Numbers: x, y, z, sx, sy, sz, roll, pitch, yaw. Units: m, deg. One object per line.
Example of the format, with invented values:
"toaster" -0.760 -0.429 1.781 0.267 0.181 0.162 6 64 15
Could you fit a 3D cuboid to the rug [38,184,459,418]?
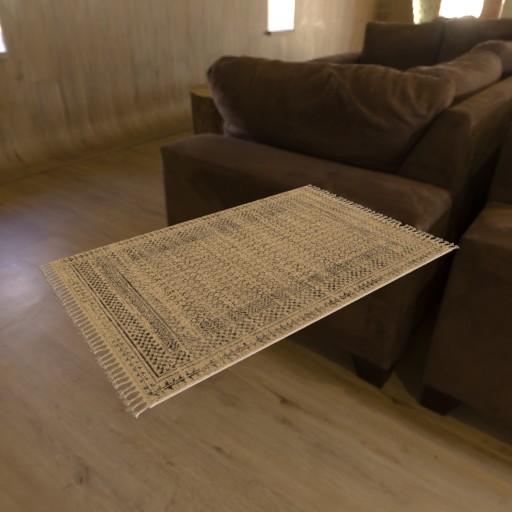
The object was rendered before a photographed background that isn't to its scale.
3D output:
"rug" 0.000 0.000 3.033 2.486 0.013 1.548 -21 36 -32
